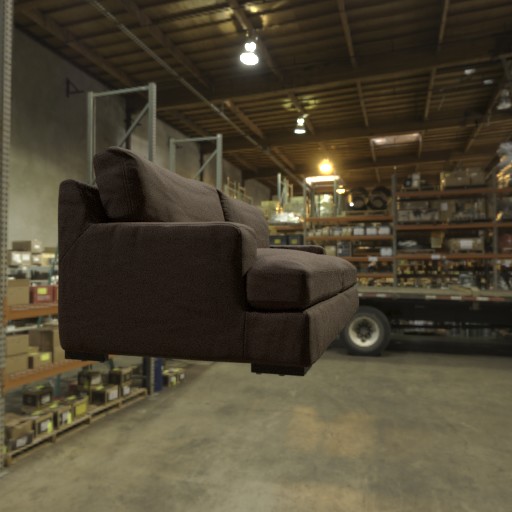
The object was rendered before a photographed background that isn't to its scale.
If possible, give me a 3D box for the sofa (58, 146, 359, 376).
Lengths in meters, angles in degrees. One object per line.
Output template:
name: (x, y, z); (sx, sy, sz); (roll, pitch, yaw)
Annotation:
sofa: (0.000, 0.000, 2.831); (1.140, 0.950, 2.274); (0, -1, 17)
